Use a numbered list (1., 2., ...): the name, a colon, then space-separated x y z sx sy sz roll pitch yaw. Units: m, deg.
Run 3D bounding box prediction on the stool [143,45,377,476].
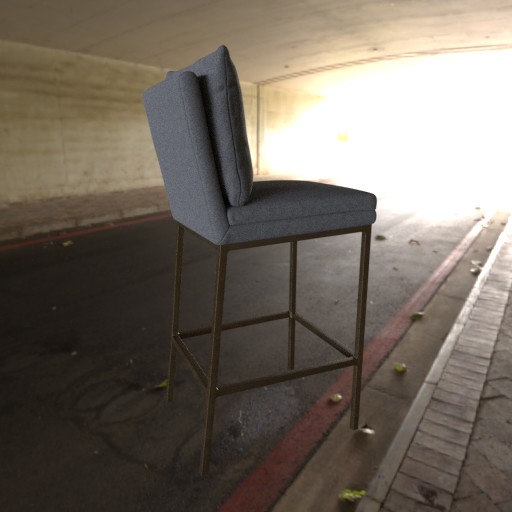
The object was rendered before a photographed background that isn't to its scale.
1. stool: 0.000 0.000 1.400 0.569 1.130 0.463 -7 16 -24
